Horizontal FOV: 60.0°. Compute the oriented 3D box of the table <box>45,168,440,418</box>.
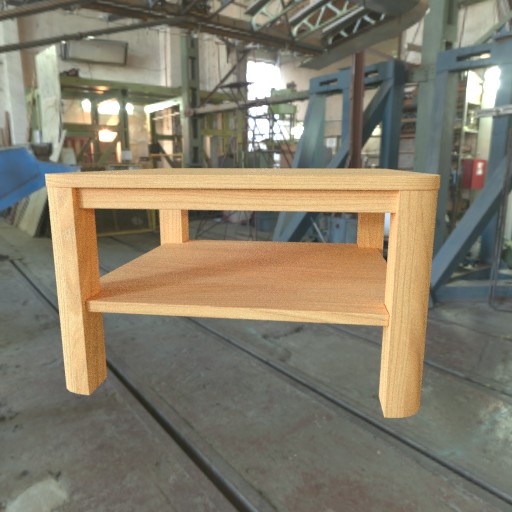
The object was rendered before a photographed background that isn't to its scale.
[{"bbox_3d":[0.000,0.000,1.191,0.750,0.450,0.750,2,12,8],"label":"table"}]
